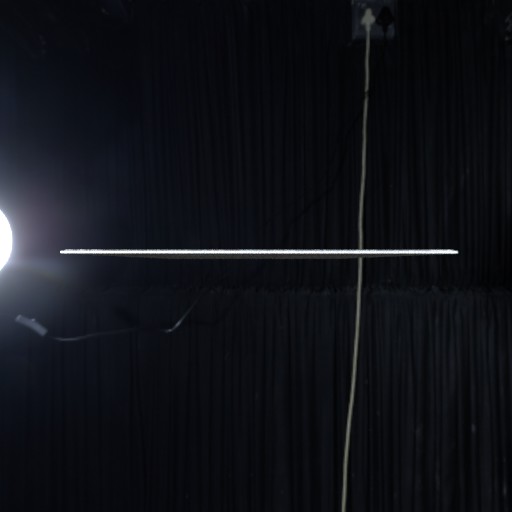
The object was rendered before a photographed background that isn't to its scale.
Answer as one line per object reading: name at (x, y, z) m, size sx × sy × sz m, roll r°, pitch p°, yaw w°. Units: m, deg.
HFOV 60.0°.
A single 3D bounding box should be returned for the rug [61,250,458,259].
rug at (0.000, 0.000, 3.390) m, size 1.819 × 0.018 × 2.746 m, roll 0°, pitch -1°, yaw -1°
